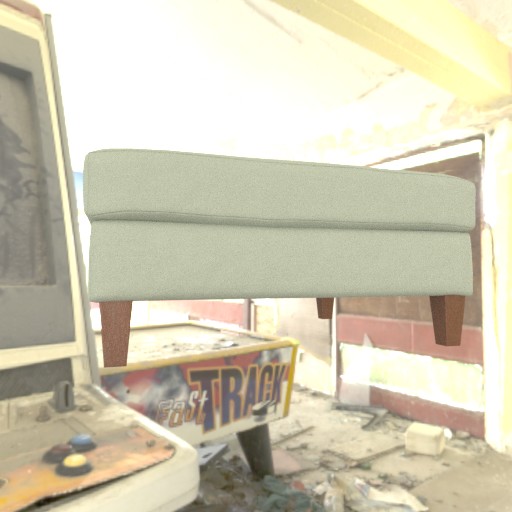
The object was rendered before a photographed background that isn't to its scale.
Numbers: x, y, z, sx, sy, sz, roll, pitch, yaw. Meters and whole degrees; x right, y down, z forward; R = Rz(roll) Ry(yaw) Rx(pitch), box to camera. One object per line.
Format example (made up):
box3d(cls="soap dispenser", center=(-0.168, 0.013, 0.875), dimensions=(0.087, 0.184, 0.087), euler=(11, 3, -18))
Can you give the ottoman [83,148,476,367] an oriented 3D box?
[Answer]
box3d(cls="ottoman", center=(0.000, 0.000, 1.410), dimensions=(0.991, 0.494, 0.842), euler=(1, -2, -18))
